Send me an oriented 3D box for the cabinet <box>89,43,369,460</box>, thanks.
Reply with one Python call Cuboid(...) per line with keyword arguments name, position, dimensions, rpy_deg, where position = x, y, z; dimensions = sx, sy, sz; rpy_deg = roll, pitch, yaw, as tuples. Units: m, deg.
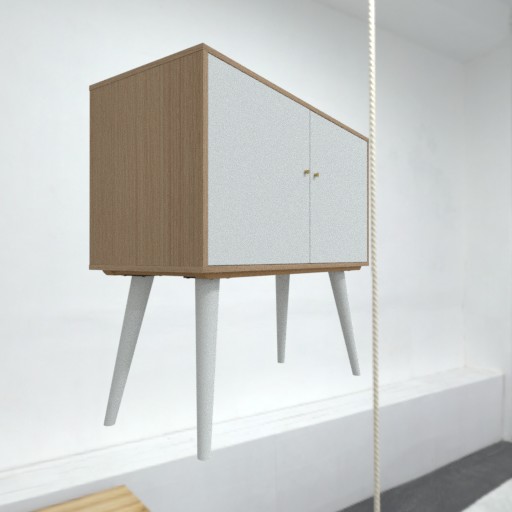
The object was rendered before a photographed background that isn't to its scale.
Cuboid(name="cabinet", position=(0.000, 0.000, 1.615), dimensions=(0.470, 1.016, 1.057), rpy_deg=(0, 0, 36))
